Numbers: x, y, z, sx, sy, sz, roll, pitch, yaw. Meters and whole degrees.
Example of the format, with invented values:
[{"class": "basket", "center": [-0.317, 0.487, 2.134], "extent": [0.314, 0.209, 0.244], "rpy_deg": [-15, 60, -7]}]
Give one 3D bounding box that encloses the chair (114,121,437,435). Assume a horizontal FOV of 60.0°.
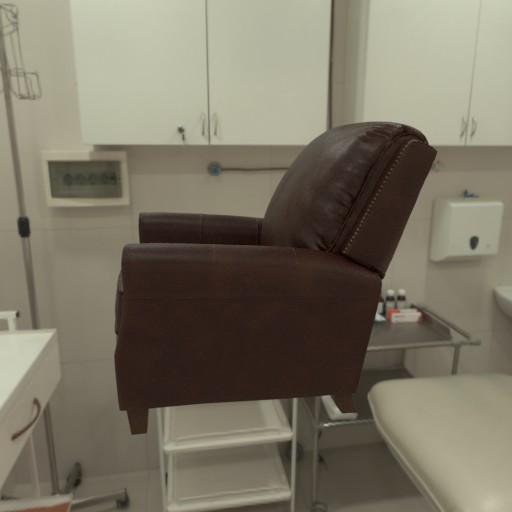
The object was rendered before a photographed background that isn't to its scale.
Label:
[{"class": "chair", "center": [0.000, 0.000, 1.764], "extent": [1.089, 1.022, 0.826], "rpy_deg": [-2, 14, -10]}]
